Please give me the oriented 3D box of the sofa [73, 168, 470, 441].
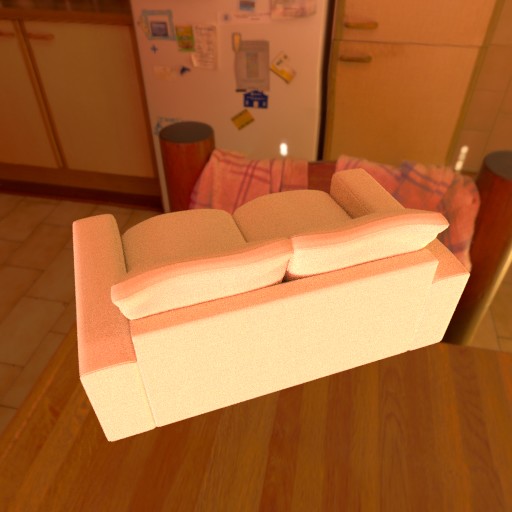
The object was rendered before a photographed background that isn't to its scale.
[{"bbox_3d":[0.000,0.000,2.303,1.754,0.875,1.091,-13,43,-14],"label":"sofa"}]
